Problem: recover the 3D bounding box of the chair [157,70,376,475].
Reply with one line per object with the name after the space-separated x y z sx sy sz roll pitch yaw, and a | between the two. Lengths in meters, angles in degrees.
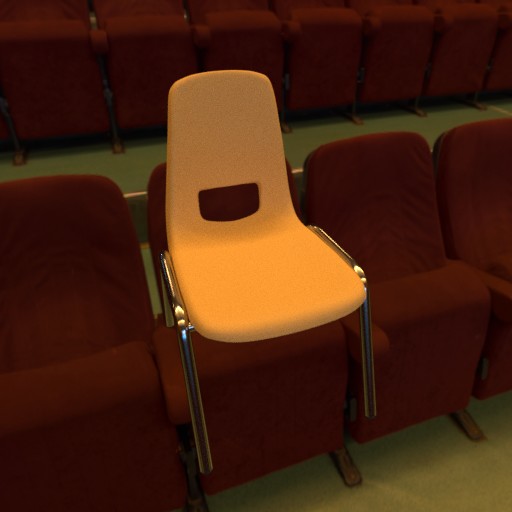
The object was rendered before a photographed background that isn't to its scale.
0.000 0.000 0.828 0.354 0.586 0.423 -11 34 -17 | chair
